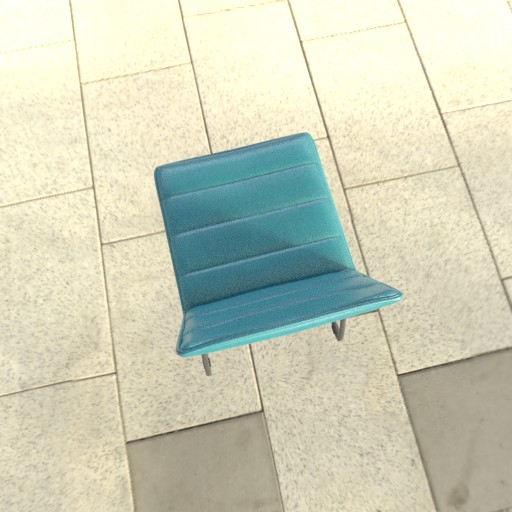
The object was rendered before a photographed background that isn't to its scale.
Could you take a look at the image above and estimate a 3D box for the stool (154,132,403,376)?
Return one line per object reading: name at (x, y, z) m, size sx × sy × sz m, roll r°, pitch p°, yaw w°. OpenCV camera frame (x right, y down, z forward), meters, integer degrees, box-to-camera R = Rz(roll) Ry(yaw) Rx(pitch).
stool at (0.000, 0.000, 1.187) m, size 0.489 × 0.866 × 0.524 m, roll -14°, pitch 75°, yaw -4°
